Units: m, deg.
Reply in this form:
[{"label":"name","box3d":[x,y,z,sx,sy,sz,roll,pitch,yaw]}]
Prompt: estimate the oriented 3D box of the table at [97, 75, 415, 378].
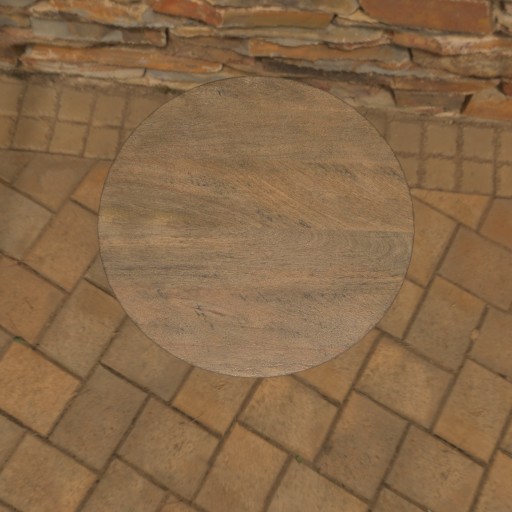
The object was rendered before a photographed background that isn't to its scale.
[{"label":"table","box3d":[0.000,0.000,0.785,0.405,0.454,0.405,0,76,0]}]
